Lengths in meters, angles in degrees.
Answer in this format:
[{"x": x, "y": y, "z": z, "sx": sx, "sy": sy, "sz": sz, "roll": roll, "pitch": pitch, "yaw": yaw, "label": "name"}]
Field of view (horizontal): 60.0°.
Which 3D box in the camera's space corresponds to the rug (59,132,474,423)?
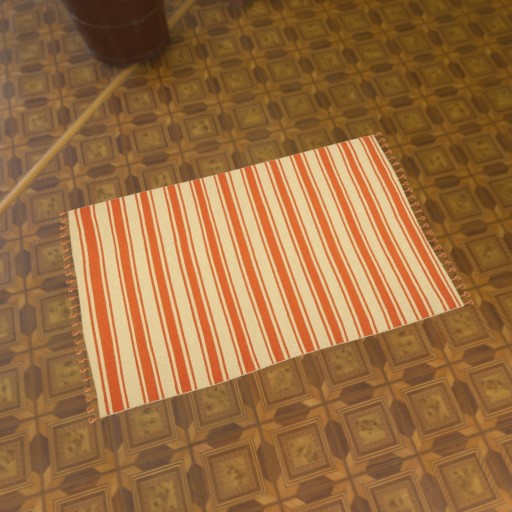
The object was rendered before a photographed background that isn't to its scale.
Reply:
[{"x": 0.000, "y": 0.000, "z": 2.503, "sx": 2.092, "sy": 0.017, "sz": 1.232, "roll": -15, "pitch": 66, "yaw": -7, "label": "rug"}]
